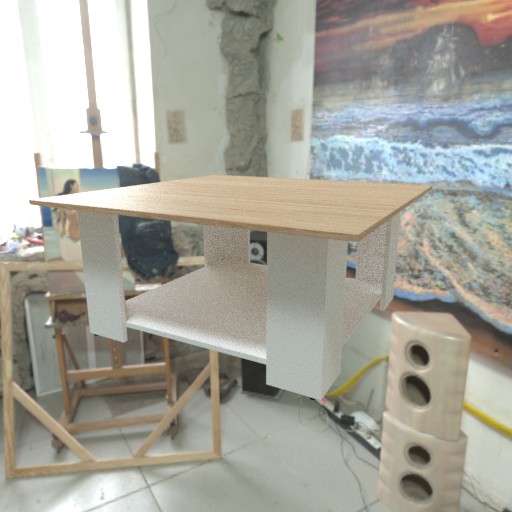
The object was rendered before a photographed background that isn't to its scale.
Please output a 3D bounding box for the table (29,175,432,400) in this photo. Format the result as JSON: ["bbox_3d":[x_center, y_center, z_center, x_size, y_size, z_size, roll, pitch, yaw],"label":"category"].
[{"bbox_3d":[0.000,0.000,1.054,0.670,0.305,0.670,8,17,28],"label":"table"}]
